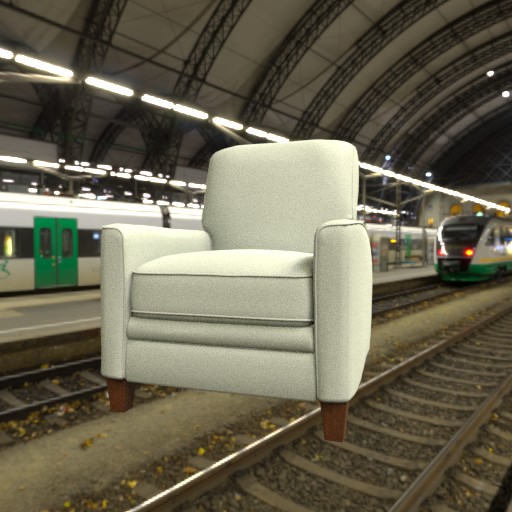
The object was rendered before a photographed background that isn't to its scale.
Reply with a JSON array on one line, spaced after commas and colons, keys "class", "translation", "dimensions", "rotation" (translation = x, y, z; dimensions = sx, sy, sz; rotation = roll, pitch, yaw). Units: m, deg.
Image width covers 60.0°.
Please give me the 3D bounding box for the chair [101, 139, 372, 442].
[{"class": "chair", "translation": [0.000, 0.000, 1.686], "dimensions": [0.853, 1.007, 0.846], "rotation": [0, 1, 18]}]
